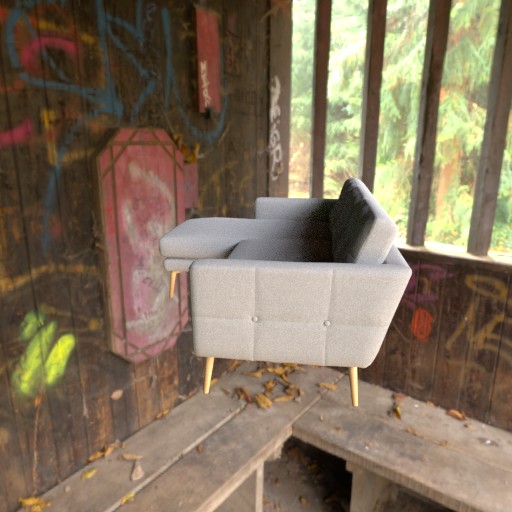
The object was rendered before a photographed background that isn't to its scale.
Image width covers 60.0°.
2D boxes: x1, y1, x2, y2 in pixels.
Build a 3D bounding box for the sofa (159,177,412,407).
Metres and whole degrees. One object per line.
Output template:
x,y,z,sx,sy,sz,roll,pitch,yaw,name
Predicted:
0.000,0.000,2.837,1.530,0.860,2.040,2,16,8,sofa
